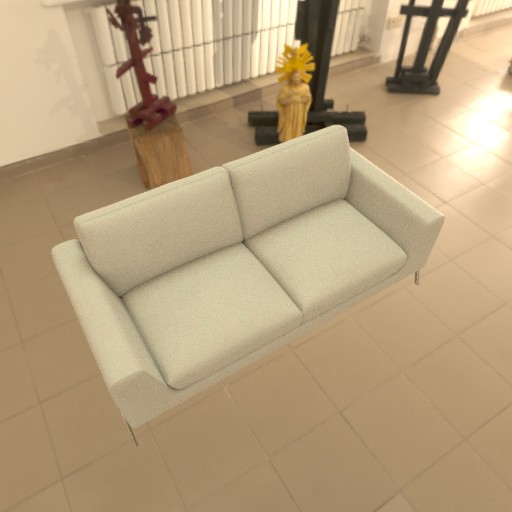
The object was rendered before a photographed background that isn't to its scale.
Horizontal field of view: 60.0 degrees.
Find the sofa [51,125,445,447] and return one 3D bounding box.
[{"bbox_3d":[0.000,0.000,2.566,2.017,0.875,0.953,-25,51,-21],"label":"sofa"}]
